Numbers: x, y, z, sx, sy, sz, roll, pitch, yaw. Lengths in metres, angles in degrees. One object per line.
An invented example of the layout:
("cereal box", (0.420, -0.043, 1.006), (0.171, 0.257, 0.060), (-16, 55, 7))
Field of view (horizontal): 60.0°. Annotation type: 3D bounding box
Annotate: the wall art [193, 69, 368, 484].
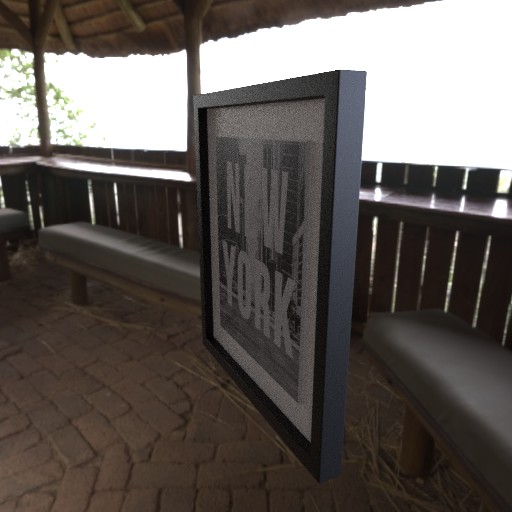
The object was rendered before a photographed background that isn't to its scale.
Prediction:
("wall art", (0.000, 0.000, 0.530), (0.028, 0.381, 0.328), (-8, 18, -26))
